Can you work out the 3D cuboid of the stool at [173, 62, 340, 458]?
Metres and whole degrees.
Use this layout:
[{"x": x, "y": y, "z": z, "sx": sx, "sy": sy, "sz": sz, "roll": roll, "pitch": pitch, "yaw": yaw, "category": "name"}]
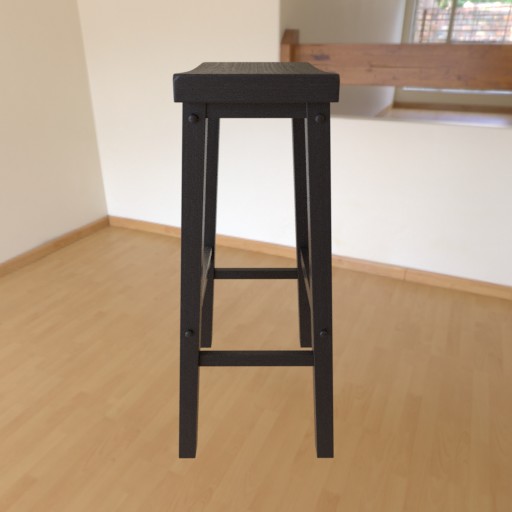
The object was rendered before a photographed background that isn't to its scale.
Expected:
[{"x": 0.000, "y": 0.000, "z": 0.943, "sx": 0.322, "sy": 0.742, "sz": 0.406, "roll": 0, "pitch": 26, "yaw": 0, "category": "stool"}]
